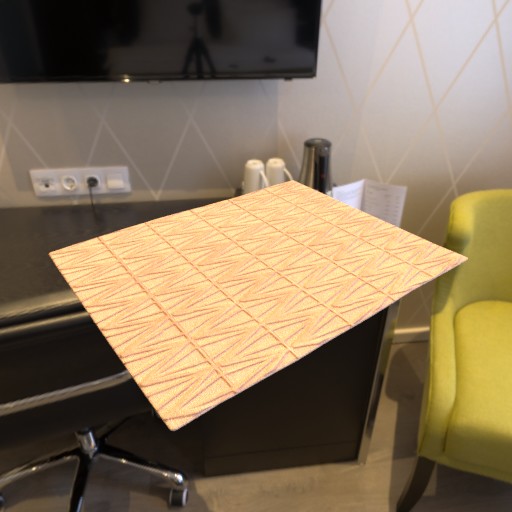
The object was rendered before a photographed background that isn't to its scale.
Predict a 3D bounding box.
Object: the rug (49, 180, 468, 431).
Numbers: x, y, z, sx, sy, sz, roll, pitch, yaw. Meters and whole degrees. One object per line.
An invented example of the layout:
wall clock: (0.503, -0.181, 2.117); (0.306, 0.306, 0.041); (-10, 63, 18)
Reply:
rug: (0.000, 0.000, 4.110); (3.052, 0.043, 2.453); (-22, 37, -31)
